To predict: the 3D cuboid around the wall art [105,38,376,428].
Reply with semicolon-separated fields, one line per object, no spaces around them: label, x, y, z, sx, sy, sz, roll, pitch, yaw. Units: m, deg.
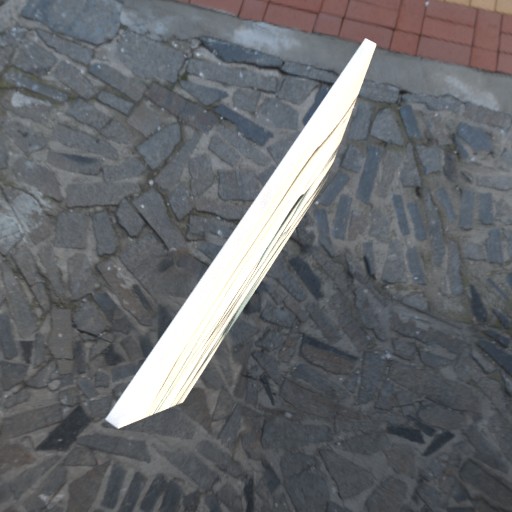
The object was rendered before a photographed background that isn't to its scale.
wall art;0.000;0.000;1.573;0.039;0.915;1.219;32;77;8
